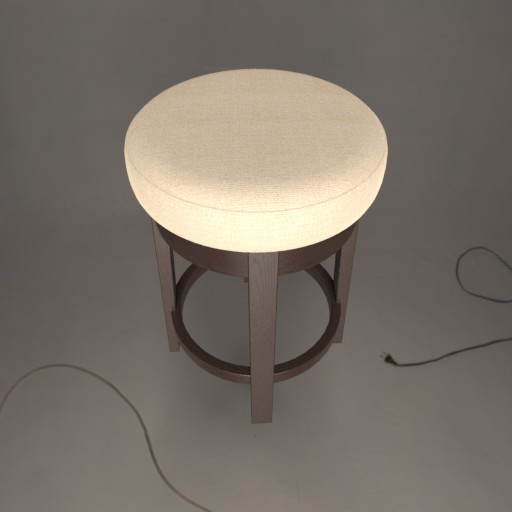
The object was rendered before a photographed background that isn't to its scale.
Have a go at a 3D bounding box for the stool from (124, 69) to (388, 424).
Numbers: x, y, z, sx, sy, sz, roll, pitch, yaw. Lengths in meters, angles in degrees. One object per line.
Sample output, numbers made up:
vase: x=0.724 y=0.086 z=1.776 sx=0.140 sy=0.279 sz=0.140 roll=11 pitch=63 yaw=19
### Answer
stool: x=0.000 y=0.000 z=0.939 sx=0.449 sy=0.655 sz=0.449 roll=0 pitch=46 yaw=0
